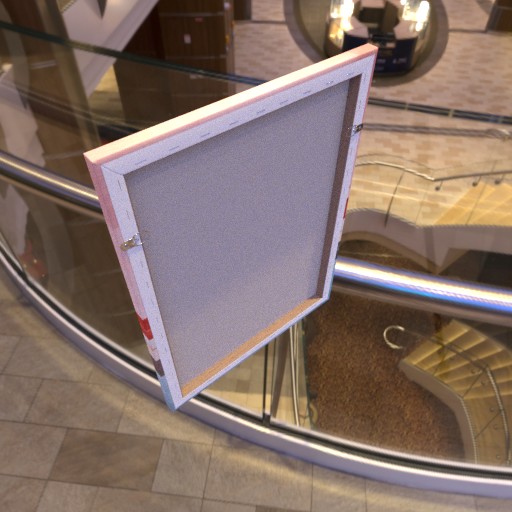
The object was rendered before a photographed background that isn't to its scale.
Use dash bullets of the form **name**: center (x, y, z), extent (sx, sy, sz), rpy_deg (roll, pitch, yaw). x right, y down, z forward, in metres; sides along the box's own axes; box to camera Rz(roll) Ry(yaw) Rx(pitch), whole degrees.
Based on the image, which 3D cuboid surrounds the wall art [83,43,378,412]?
- **wall art**: center (0.000, 0.000, 1.310), extent (0.761, 1.016, 0.039), rpy_deg (-31, 54, -26)
